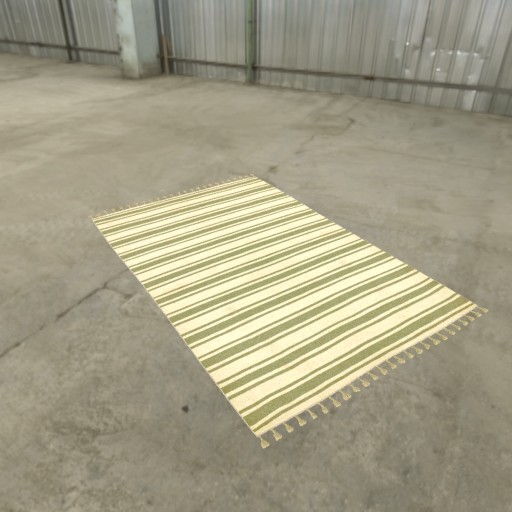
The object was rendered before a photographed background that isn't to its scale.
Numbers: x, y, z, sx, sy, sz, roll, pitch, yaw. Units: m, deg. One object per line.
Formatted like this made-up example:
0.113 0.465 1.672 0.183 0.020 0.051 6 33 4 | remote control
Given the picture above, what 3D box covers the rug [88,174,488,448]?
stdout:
0.000 0.000 2.973 1.540 0.018 2.435 -20 38 -28 | rug
